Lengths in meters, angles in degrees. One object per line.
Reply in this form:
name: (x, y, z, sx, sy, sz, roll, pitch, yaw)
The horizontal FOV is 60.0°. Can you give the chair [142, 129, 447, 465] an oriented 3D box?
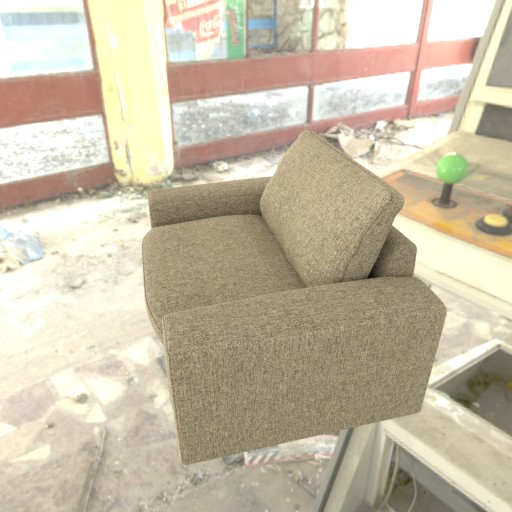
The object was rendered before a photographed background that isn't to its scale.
chair: (0.000, 0.000, 2.072, 1.039, 0.915, 1.398, -7, 31, -12)
